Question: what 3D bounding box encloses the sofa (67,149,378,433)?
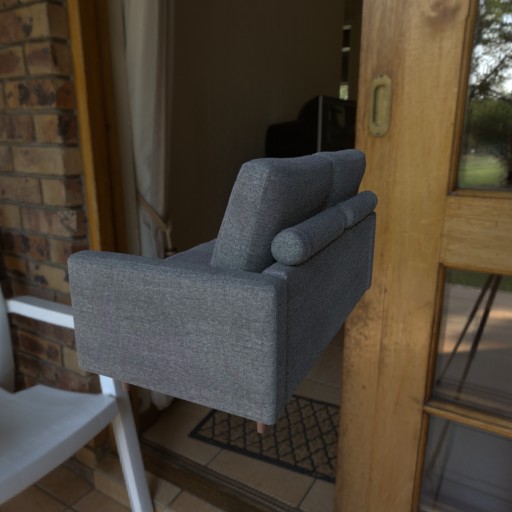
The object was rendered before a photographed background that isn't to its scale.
[{"bbox_3d":[0.000,0.000,1.981,0.842,0.907,1.407,7,17,25],"label":"sofa"}]
